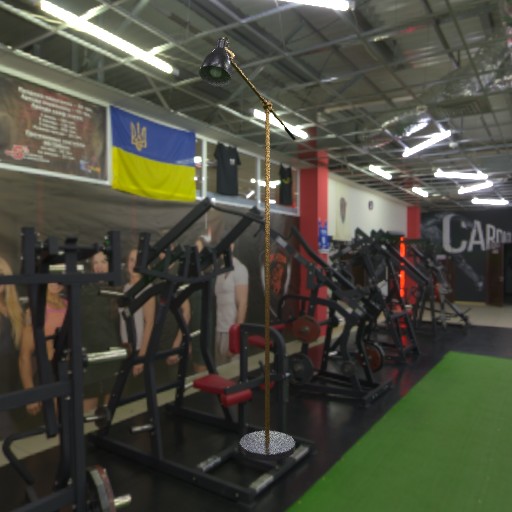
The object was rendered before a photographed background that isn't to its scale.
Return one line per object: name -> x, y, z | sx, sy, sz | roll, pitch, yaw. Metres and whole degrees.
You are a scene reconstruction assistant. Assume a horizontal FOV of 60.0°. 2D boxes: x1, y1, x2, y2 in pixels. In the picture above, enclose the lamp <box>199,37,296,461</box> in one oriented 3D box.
lamp -> 0.000, 0.000, 1.808 | 0.235, 1.628, 0.618 | 0, 0, 36
